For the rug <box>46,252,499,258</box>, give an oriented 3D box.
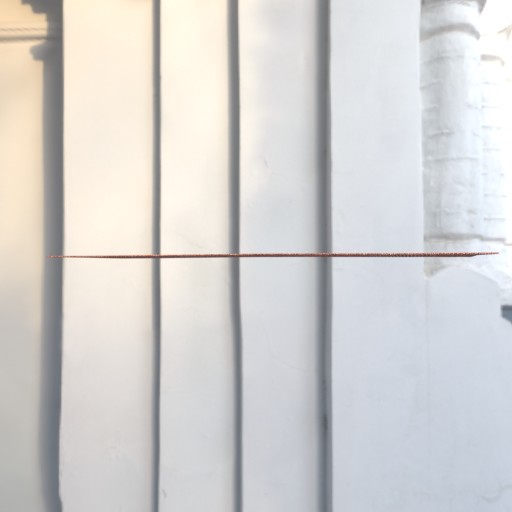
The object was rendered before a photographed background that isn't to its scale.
[{"bbox_3d":[0.000,0.000,2.535,2.353,0.013,0.718,0,-1,19],"label":"rug"}]
